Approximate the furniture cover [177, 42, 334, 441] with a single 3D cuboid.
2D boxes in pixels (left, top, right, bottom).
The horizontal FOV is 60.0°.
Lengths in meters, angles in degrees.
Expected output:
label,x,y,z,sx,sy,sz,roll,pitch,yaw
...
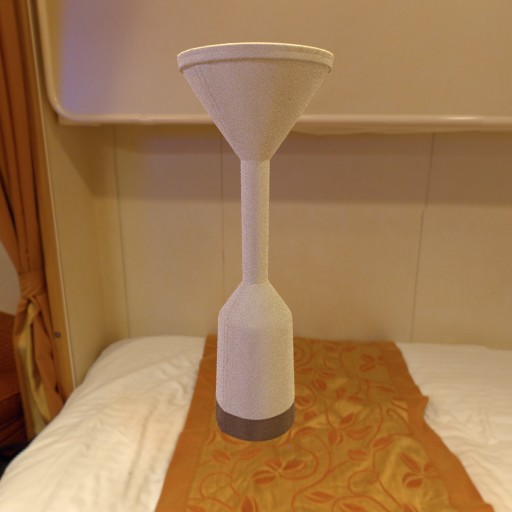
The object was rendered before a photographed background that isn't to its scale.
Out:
label,x,y,z,sx,sy,sz,roll,pitch,yaw
furniture cover,0.000,0.000,2.919,0.914,2.413,0.914,-13,20,-41
